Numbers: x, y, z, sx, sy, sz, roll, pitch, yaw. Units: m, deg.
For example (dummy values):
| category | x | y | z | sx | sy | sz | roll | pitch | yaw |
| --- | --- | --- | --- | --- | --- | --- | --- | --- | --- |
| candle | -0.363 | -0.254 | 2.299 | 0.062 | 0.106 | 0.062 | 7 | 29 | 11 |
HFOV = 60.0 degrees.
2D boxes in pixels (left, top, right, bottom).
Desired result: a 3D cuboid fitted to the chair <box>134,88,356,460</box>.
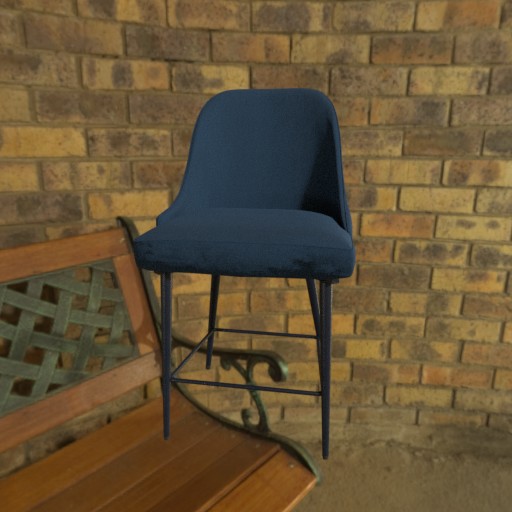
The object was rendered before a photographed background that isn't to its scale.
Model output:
| category | x | y | z | sx | sy | sz | roll | pitch | yaw |
| --- | --- | --- | --- | --- | --- | --- | --- | --- | --- |
| chair | 0.000 | 0.000 | 1.237 | 0.526 | 0.927 | 0.489 | 3 | 15 | 10 |
